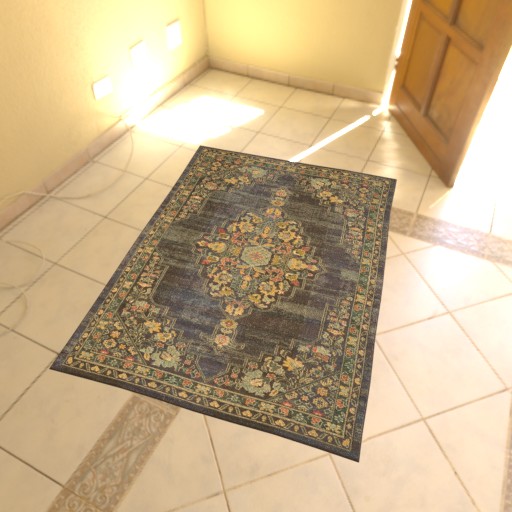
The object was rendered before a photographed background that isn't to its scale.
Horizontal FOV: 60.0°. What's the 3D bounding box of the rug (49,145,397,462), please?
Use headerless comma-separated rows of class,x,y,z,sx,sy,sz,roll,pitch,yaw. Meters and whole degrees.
rug,0.000,0.000,4.778,2.716,0.035,3.612,12,49,11
